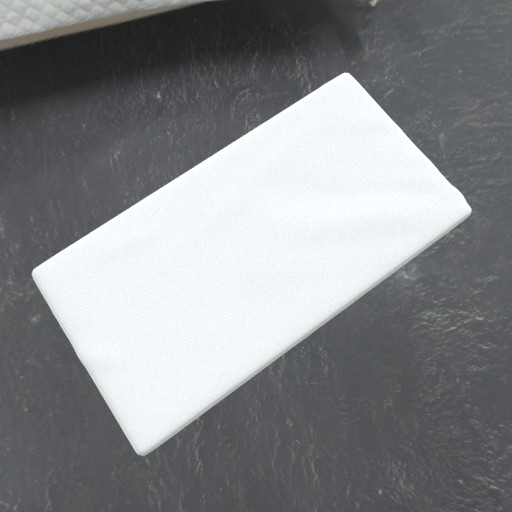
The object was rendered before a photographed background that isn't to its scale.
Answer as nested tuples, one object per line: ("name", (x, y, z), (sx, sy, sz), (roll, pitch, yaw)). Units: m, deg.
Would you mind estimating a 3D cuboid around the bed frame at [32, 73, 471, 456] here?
("bed frame", (0.000, 0.000, 2.337), (1.903, 0.619, 0.989), (-35, 77, -9))
